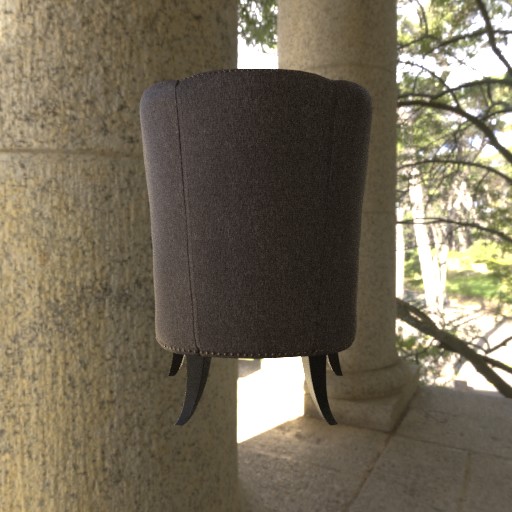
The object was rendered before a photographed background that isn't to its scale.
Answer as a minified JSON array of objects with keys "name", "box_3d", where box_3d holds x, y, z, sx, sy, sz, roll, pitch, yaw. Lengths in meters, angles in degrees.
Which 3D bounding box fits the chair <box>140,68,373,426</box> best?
[{"name":"chair","box_3d":[0.000,0.000,1.585,0.759,1.060,0.758,0,2,0]}]
